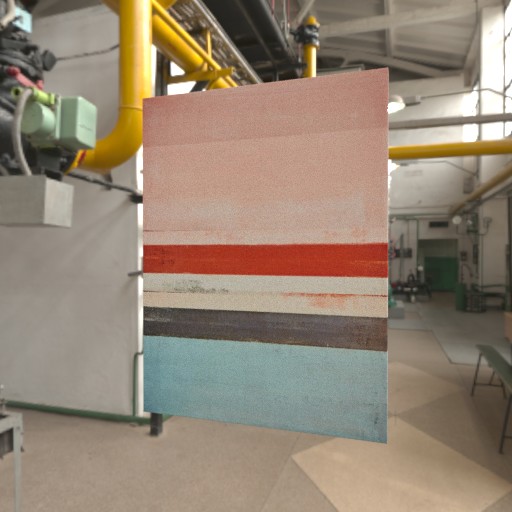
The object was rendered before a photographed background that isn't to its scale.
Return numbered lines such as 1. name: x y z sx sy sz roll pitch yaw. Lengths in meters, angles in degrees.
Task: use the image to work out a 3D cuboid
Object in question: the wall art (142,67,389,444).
1. wall art: 0.000 0.000 1.335 0.761 1.016 0.039 0 1 19
